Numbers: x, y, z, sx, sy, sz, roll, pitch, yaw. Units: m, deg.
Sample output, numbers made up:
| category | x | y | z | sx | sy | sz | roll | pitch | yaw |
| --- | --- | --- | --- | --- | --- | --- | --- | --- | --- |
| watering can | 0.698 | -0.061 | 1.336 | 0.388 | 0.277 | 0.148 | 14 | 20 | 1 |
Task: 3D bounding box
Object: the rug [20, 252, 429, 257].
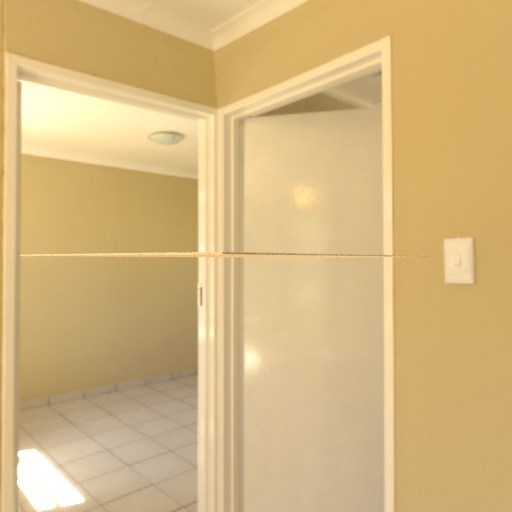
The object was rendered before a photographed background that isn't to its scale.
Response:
| category | x | y | z | sx | sy | sz | roll | pitch | yaw |
| --- | --- | --- | --- | --- | --- | --- | --- | --- | --- |
| rug | 0.000 | 0.000 | 2.198 | 1.142 | 0.006 | 1.752 | 0 | -1 | 38 |
